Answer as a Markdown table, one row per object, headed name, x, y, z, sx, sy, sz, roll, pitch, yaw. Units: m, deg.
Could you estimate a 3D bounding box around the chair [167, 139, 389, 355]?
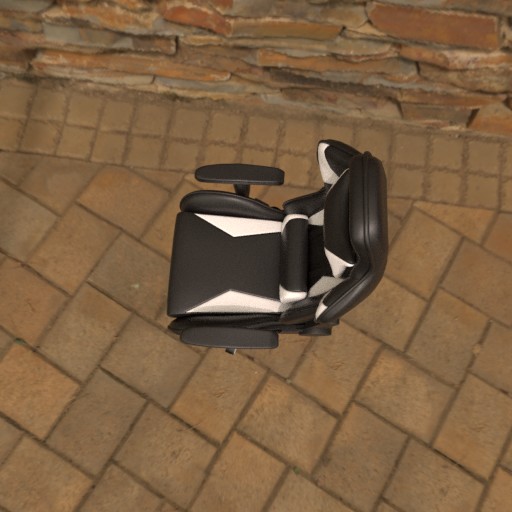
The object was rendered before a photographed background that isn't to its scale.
| name | x | y | z | sx | sy | sz | roll | pitch | yaw |
| --- | --- | --- | --- | --- | --- | --- | --- | --- | --- |
| chair | 0.000 | 0.000 | 1.666 | 0.695 | 1.285 | 0.730 | 3 | 75 | 1 |
